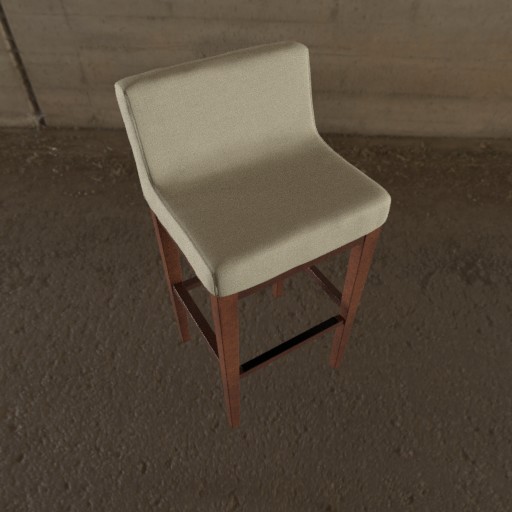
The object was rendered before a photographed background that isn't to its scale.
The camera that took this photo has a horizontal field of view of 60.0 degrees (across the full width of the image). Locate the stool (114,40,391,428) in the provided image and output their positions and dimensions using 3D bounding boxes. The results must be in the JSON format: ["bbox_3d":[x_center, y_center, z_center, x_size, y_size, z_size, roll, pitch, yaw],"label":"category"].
[{"bbox_3d":[0.000,0.000,1.336,0.511,1.037,0.500,-23,50,-21],"label":"stool"}]
